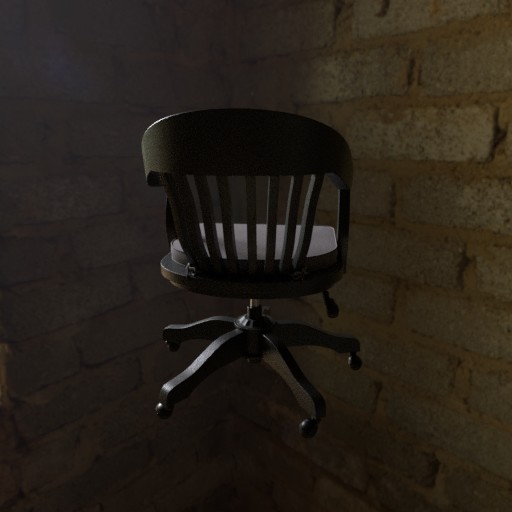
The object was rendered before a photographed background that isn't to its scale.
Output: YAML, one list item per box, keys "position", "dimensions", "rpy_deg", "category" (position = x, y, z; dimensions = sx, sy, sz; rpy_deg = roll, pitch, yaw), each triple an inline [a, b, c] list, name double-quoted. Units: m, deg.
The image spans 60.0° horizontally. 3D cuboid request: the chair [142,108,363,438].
- position: [0.000, 0.000, 1.449]
  dimensions: [0.750, 0.878, 0.788]
  rpy_deg: [2, 15, 7]
  category: "chair"
